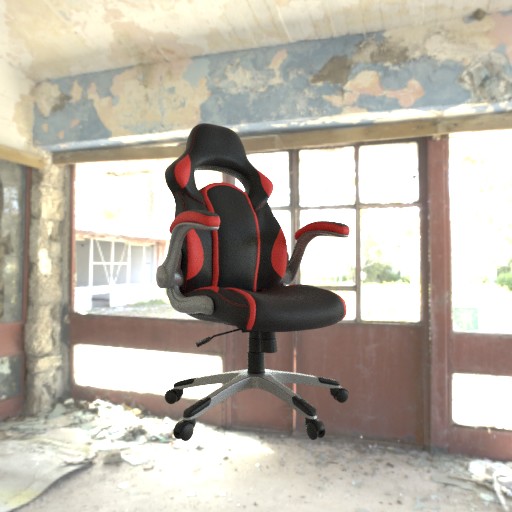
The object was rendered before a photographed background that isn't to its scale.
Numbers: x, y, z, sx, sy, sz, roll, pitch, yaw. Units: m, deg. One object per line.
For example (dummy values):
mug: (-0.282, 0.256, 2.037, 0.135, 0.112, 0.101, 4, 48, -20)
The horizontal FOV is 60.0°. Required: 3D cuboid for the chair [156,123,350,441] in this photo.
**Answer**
chair: (0.000, 0.000, 1.681, 0.758, 1.165, 0.712, 1, -2, -35)
